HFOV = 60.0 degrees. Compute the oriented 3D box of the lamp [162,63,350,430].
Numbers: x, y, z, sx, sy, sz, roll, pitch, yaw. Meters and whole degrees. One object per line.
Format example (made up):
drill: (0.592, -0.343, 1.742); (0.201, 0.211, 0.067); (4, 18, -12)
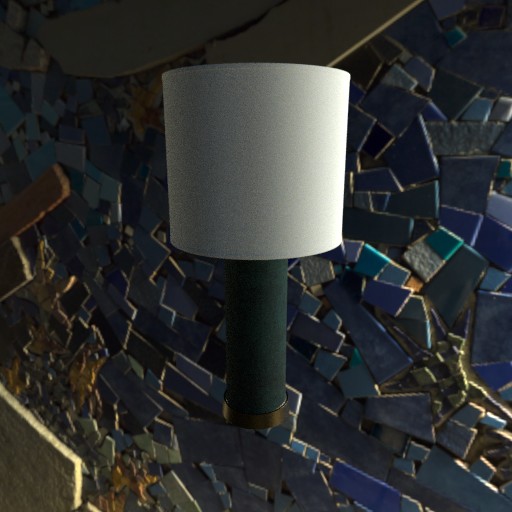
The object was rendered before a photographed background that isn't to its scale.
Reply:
lamp: (0.000, 0.000, 0.801); (0.301, 0.630, 0.301); (14, 21, 42)
